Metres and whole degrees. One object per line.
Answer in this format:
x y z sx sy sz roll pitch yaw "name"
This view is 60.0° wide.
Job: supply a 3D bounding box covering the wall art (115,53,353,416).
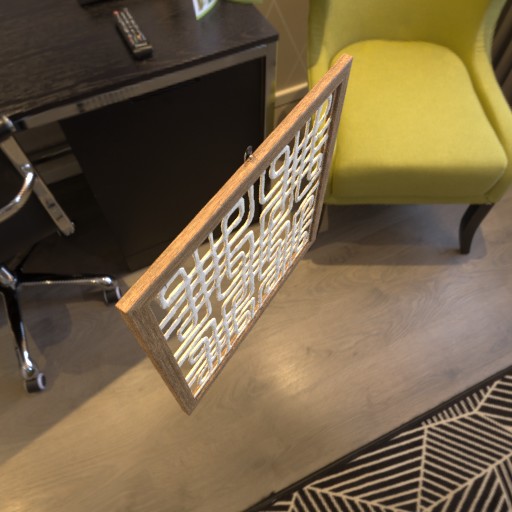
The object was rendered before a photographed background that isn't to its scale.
0.000 0.000 0.856 0.021 0.582 0.561 30 63 17 "wall art"
